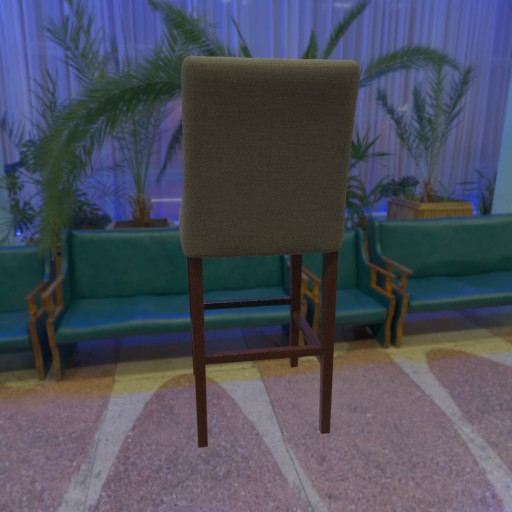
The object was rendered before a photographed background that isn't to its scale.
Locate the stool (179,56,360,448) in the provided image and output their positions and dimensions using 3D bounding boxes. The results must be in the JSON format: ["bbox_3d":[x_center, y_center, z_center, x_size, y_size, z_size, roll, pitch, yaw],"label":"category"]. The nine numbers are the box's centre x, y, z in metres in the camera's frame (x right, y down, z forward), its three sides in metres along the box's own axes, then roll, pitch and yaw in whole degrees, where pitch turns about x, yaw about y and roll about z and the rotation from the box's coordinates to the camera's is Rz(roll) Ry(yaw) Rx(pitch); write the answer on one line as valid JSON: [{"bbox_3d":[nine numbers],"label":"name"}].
[{"bbox_3d":[0.000,0.000,1.394,0.470,1.078,0.577,-3,16,-9],"label":"stool"}]
